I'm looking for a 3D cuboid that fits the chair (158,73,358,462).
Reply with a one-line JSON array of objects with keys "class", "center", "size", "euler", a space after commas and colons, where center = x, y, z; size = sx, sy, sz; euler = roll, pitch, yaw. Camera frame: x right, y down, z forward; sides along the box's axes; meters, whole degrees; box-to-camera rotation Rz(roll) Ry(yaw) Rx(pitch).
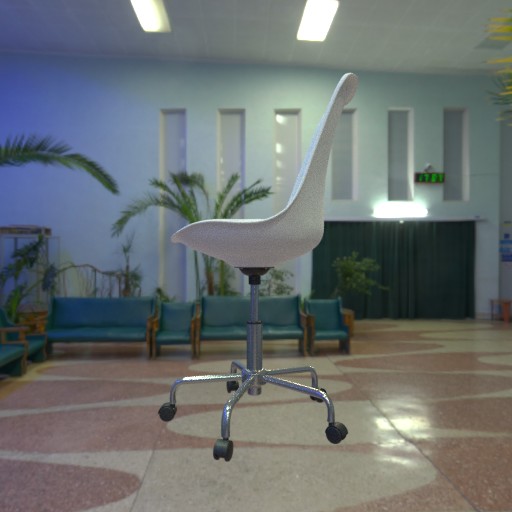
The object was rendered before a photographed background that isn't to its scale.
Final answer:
[{"class": "chair", "center": [0.000, 0.000, 1.257], "size": [0.550, 0.930, 0.550], "euler": [0, 0, 0]}]
